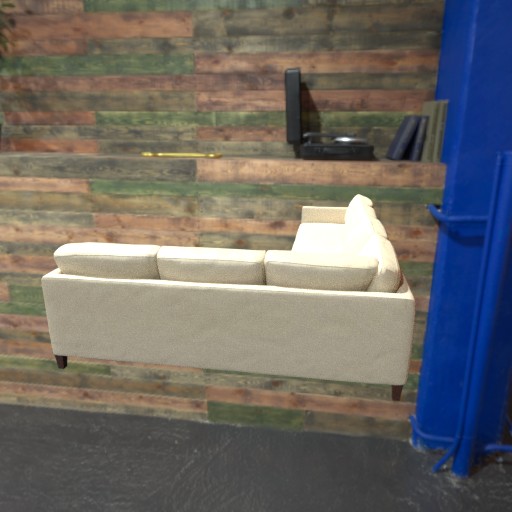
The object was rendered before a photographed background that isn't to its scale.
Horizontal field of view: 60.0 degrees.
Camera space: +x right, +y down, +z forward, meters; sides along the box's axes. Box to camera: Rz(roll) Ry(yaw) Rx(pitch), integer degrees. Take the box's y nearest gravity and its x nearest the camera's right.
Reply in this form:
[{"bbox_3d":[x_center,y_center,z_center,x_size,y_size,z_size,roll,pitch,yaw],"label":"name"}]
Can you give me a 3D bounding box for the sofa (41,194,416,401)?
[{"bbox_3d":[0.000,0.000,4.531,2.593,0.947,3.302,3,17,9],"label":"sofa"}]
